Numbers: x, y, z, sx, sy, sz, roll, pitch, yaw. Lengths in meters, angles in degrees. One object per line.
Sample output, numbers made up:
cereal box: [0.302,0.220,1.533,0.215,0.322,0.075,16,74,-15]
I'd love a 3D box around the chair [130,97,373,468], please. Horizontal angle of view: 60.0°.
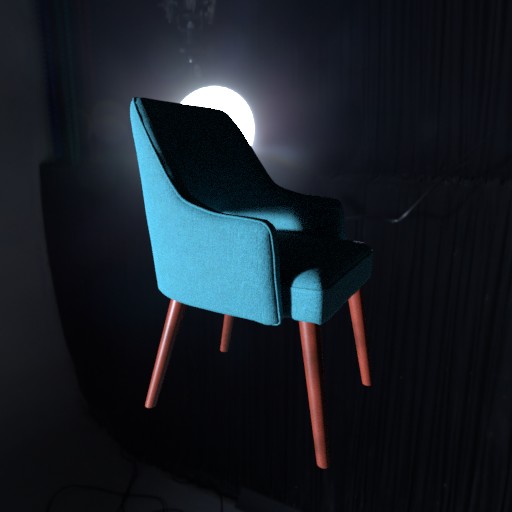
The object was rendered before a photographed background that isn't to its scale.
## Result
chair: [0.000,0.000,1.245,0.605,0.849,0.548,7,15,27]
